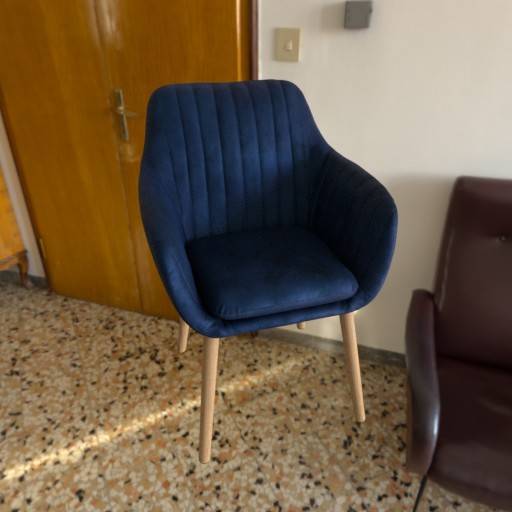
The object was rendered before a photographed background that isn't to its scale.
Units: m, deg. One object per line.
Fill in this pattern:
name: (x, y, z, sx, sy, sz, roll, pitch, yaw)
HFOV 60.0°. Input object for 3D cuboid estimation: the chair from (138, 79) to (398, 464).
chair: (0.000, 0.000, 1.209, 0.578, 0.826, 0.573, -8, 30, -15)
